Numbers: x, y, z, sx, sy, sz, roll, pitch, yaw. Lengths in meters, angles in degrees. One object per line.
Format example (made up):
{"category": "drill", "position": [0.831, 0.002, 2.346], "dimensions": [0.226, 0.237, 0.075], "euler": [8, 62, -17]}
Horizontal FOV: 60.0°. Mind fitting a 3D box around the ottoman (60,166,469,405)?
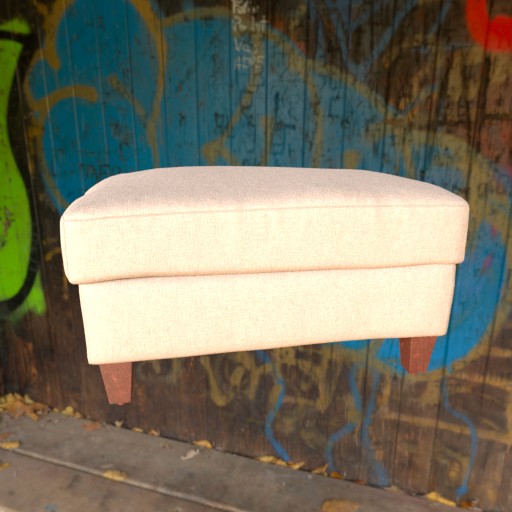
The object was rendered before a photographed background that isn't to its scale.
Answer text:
{"category": "ottoman", "position": [0.000, 0.000, 1.287], "dimensions": [0.902, 0.511, 0.692], "euler": [-3, 16, -10]}
